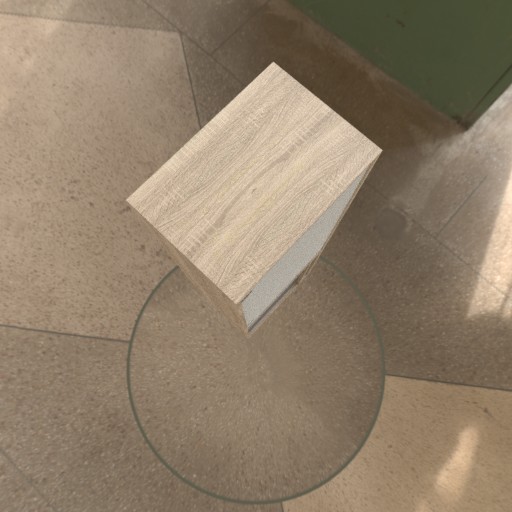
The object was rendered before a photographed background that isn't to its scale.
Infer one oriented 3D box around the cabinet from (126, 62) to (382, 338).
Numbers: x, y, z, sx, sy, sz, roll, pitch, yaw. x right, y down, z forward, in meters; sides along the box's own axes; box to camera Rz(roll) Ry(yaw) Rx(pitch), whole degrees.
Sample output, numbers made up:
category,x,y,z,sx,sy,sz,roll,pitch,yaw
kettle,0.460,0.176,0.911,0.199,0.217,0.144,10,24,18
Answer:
category,x,y,z,sx,sy,sz,roll,pitch,yaw
cabinet,0.000,0.000,2.076,0.400,1.850,0.570,42,80,9
